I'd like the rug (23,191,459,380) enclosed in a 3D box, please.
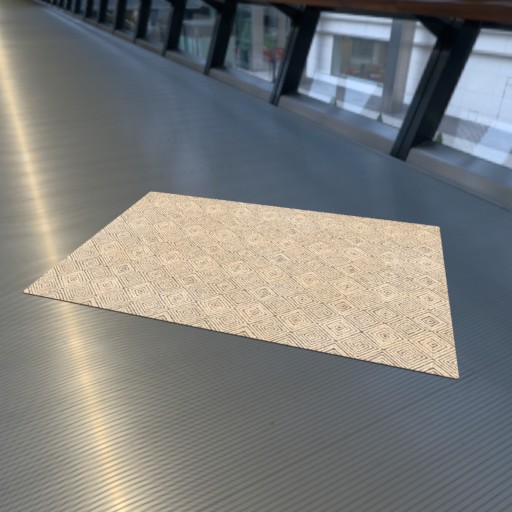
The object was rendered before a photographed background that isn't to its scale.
[{"bbox_3d":[0.000,0.000,2.204,1.783,0.008,1.175,9,32,14],"label":"rug"}]
